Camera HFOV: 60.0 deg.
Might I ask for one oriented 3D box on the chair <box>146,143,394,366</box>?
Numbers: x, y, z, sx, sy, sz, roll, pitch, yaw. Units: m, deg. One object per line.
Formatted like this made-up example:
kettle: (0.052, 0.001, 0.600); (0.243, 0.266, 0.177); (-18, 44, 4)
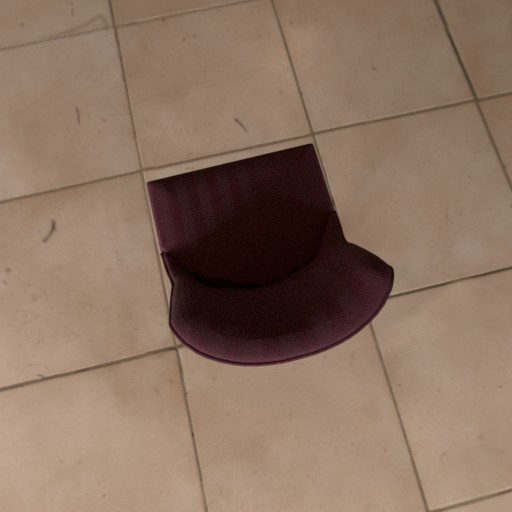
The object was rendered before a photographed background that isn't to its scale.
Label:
chair: (0.000, 0.000, 1.300); (0.548, 0.916, 0.638); (-14, 76, -4)
